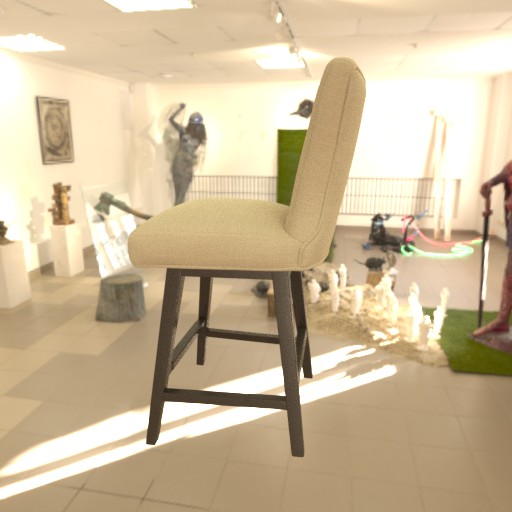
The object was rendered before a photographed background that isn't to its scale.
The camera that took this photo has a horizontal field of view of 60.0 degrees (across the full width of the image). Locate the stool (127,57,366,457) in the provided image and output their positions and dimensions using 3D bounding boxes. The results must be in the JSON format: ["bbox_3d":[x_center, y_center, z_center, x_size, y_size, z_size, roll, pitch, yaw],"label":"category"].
[{"bbox_3d":[0.000,0.000,1.310,0.574,1.000,0.514,3,15,10],"label":"stool"}]
